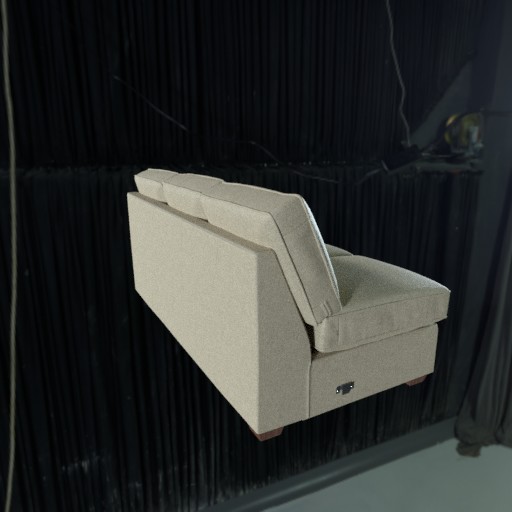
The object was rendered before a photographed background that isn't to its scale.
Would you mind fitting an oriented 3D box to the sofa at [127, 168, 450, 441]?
[{"bbox_3d":[0.000,0.000,2.601,1.027,0.973,1.962,-8,17,-27],"label":"sofa"}]
